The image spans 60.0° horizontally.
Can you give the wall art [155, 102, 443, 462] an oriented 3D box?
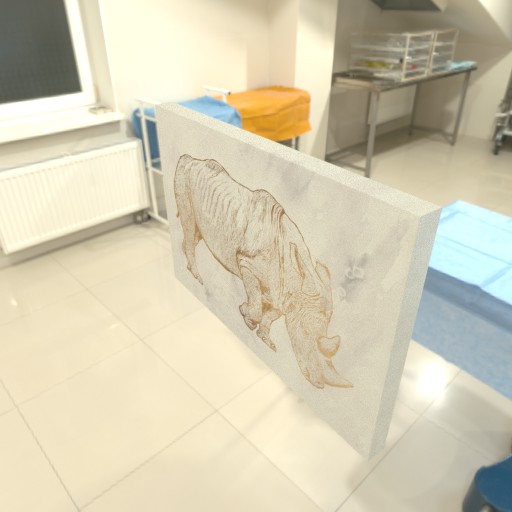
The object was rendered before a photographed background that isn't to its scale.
[{"bbox_3d":[0.000,0.000,0.772,0.038,0.407,0.609,-21,37,-31],"label":"wall art"}]
